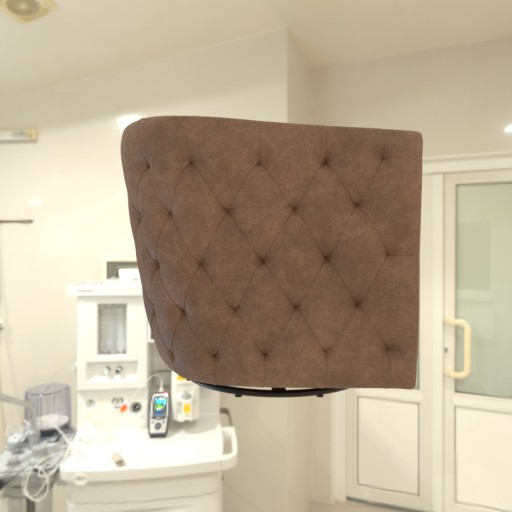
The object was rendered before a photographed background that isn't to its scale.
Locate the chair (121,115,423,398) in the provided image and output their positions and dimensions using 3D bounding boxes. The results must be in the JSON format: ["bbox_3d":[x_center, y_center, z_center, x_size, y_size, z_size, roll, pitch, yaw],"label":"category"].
[{"bbox_3d":[0.000,0.000,1.528,0.870,0.790,0.850,0,0,0],"label":"chair"}]
